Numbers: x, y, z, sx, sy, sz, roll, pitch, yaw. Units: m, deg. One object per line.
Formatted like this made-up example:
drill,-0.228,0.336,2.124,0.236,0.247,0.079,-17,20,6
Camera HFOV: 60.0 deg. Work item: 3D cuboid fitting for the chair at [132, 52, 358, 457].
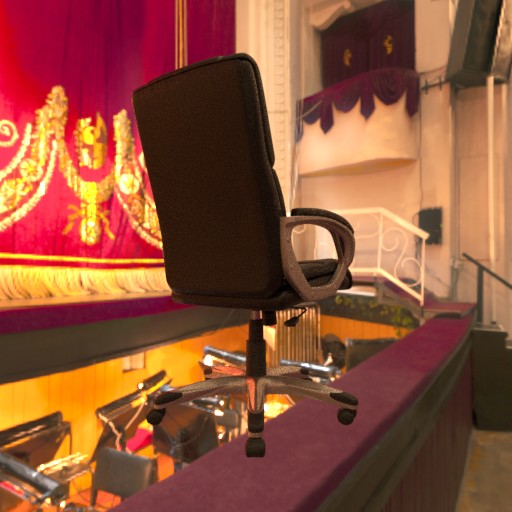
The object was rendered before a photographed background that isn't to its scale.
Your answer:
chair,0.000,0.000,1.627,0.700,1.145,0.780,0,-1,36
